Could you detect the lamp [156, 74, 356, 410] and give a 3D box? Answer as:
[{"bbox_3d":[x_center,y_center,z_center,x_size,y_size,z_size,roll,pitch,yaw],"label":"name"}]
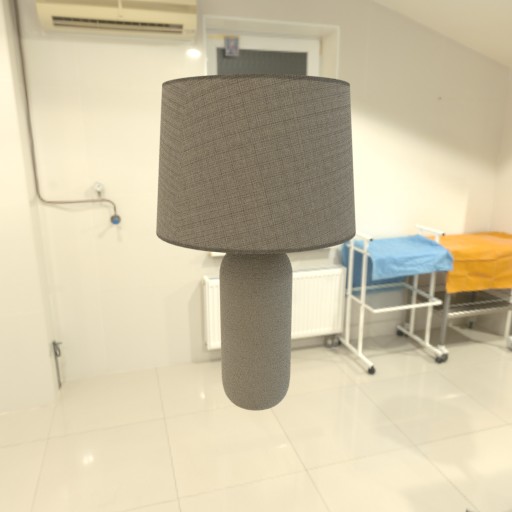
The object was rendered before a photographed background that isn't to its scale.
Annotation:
[{"bbox_3d":[0.000,0.000,0.847,0.367,0.609,0.367,0,15,0],"label":"lamp"}]
